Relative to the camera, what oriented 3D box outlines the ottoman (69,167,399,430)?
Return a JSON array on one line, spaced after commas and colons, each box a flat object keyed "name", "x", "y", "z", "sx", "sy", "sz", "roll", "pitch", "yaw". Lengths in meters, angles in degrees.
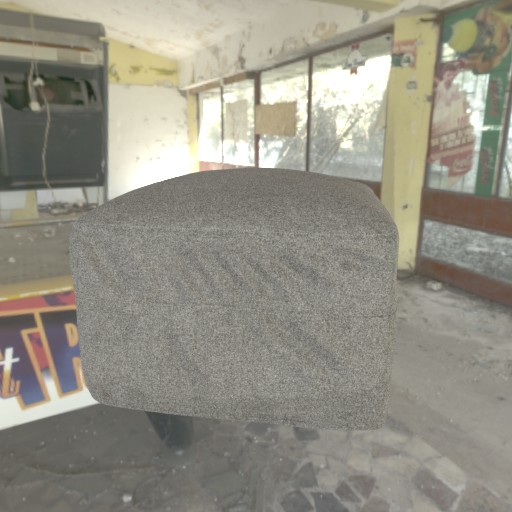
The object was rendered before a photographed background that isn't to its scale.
[{"name": "ottoman", "x": 0.000, "y": 0.000, "z": 1.244, "sx": 0.683, "sy": 0.481, "sz": 0.837, "roll": 2, "pitch": 15, "yaw": 9}]
